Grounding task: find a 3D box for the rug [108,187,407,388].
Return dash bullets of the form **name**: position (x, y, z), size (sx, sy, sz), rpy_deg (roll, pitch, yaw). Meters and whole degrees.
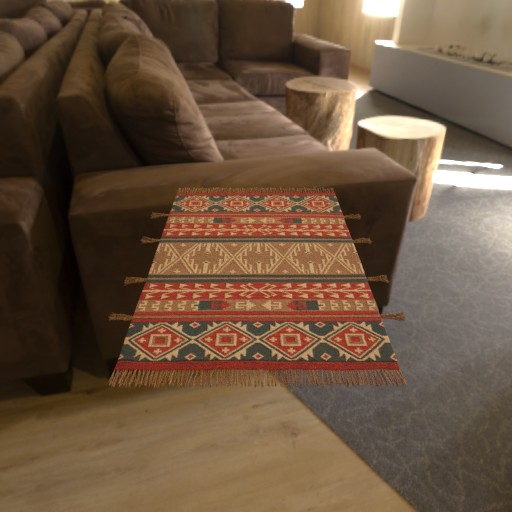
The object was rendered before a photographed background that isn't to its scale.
- **rug**: position (0.000, 0.000, 2.664), size (1.469, 0.040, 2.025), rpy_deg (0, 32, 0)
